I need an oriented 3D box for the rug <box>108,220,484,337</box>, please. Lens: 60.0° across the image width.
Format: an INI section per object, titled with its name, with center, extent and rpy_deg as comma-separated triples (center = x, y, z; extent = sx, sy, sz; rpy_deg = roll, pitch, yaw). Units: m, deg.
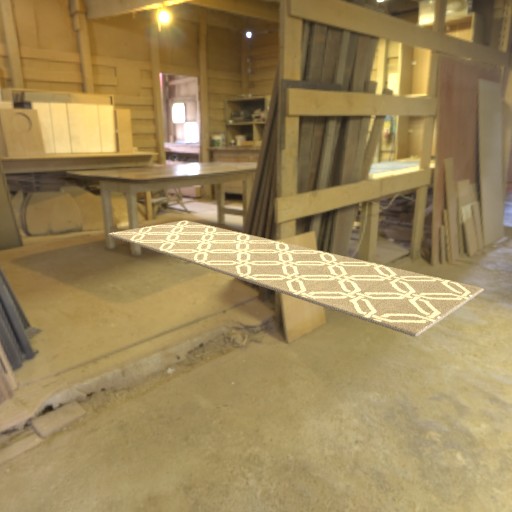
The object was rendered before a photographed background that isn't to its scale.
[rug]
center = 0.000, 0.000, 2.571
extent = 2.276, 0.014, 0.678
rpy_deg = 15, 22, 43
